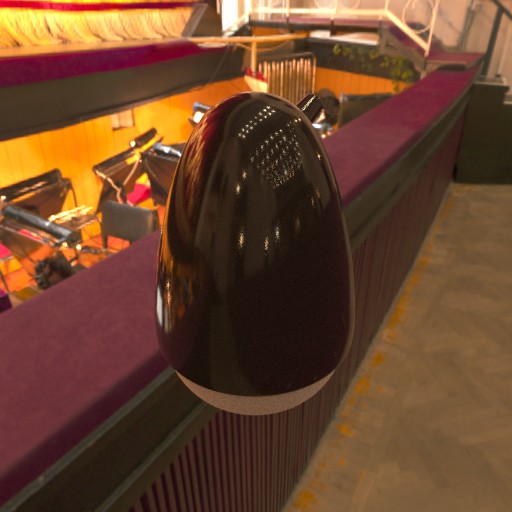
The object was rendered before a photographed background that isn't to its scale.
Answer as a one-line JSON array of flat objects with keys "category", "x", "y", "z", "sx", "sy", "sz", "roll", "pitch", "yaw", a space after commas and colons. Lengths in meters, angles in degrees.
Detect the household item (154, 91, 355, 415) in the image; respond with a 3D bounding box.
[{"category": "household item", "x": 0.000, "y": 0.000, "z": 0.215, "sx": 0.102, "sy": 0.152, "sz": 0.104, "roll": 20, "pitch": 35, "yaw": 30}]
